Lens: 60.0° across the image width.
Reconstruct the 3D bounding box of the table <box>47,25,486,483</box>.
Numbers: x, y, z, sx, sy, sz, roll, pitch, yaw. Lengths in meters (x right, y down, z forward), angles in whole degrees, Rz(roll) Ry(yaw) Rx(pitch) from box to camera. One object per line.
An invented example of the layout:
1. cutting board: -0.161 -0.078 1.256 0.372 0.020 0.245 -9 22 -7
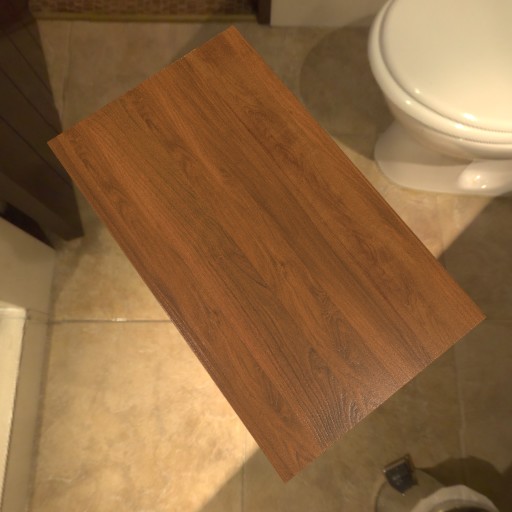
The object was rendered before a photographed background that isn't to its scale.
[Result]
1. table: 0.000 0.000 1.673 0.714 0.760 1.205 -36 79 -8
